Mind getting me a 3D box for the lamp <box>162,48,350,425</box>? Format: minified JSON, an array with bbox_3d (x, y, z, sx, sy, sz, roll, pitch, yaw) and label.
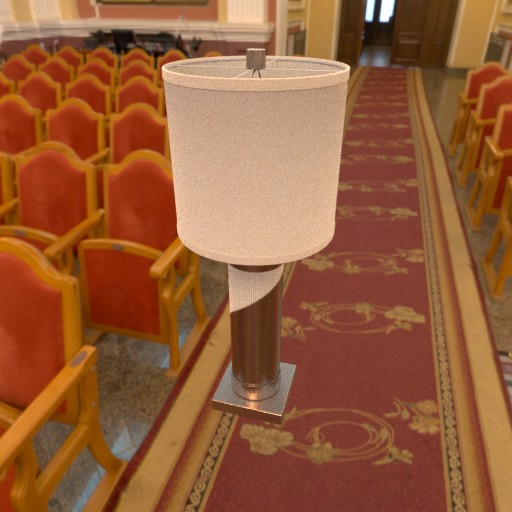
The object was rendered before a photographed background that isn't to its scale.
[{"bbox_3d":[0.000,0.000,0.601,0.202,0.509,0.202,8,31,14],"label":"lamp"}]
